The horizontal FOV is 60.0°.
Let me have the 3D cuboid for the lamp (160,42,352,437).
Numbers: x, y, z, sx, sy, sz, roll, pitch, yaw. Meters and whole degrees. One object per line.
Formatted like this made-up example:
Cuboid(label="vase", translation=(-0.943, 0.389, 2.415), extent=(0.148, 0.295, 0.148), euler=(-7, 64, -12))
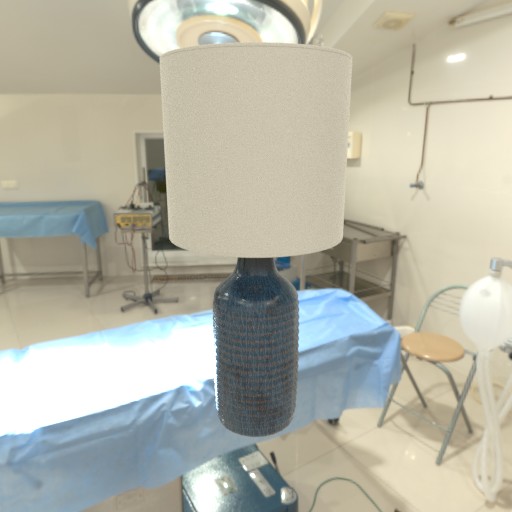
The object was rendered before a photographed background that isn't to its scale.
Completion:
Cuboid(label="lamp", translation=(0.000, 0.000, 0.582), extent=(0.220, 0.475, 0.220), euler=(-8, 17, -25))
